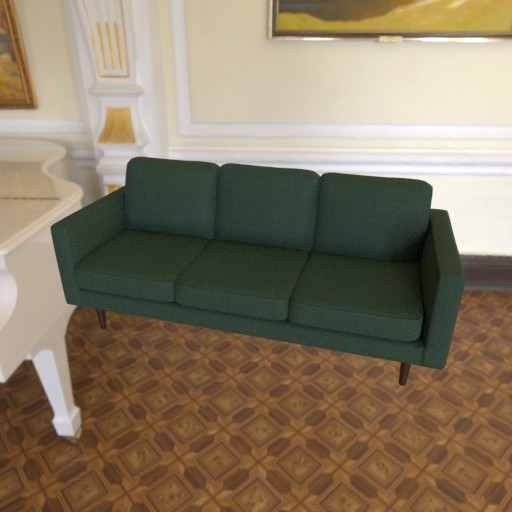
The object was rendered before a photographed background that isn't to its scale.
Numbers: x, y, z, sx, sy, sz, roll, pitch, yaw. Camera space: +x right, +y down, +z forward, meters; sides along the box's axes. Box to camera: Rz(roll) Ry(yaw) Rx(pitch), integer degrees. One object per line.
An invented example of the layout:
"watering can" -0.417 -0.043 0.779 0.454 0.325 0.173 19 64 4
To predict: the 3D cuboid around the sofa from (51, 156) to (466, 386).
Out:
"sofa" 0.000 0.000 2.506 2.029 0.899 0.879 7 27 15
